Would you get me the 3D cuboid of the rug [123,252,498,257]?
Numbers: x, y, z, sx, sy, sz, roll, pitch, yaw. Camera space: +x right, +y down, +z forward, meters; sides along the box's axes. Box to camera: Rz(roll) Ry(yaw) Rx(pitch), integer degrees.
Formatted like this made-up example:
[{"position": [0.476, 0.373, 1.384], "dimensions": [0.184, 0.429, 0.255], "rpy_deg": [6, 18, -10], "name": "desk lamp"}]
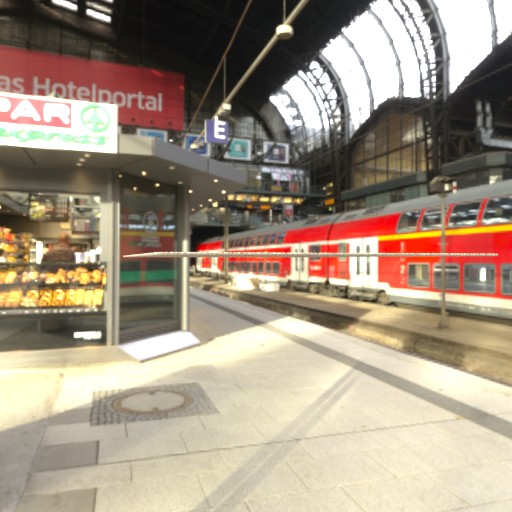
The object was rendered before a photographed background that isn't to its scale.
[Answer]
[{"position": [0.000, 0.000, 2.197], "dimensions": [1.175, 0.008, 1.783], "rpy_deg": [0, 0, -19], "name": "rug"}]
